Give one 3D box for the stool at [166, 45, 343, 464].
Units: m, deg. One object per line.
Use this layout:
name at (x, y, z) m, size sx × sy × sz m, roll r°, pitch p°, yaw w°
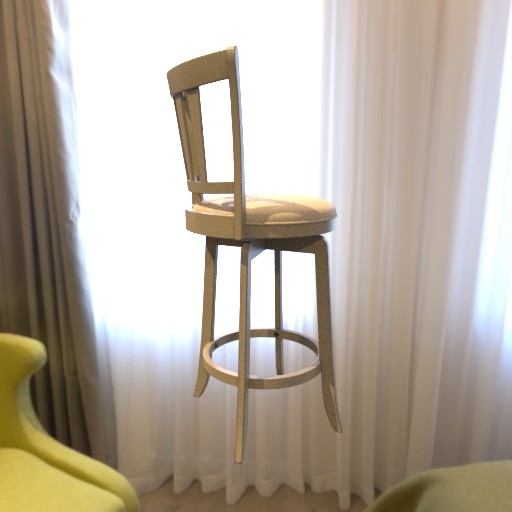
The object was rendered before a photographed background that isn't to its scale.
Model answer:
stool at (0.000, 0.000, 1.314) m, size 0.475 × 1.042 × 0.436 m, roll -6°, pitch 14°, yaw -24°
